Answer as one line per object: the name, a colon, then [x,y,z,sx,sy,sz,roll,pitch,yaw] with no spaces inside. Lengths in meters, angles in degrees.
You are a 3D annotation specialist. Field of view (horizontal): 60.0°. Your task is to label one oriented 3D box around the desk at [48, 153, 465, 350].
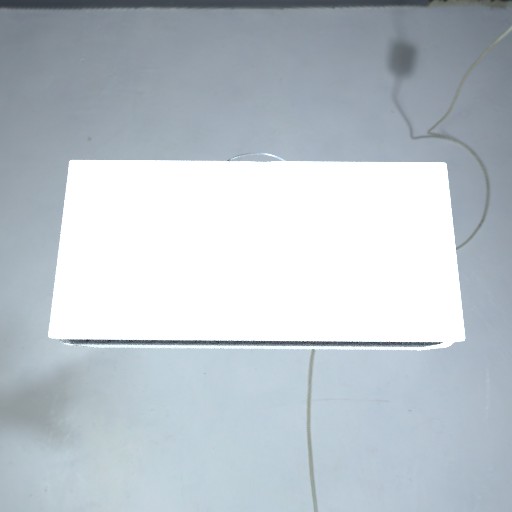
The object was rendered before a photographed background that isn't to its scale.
desk: [0.000,0.000,2.241,1.900,0.526,0.900,0,76,0]
